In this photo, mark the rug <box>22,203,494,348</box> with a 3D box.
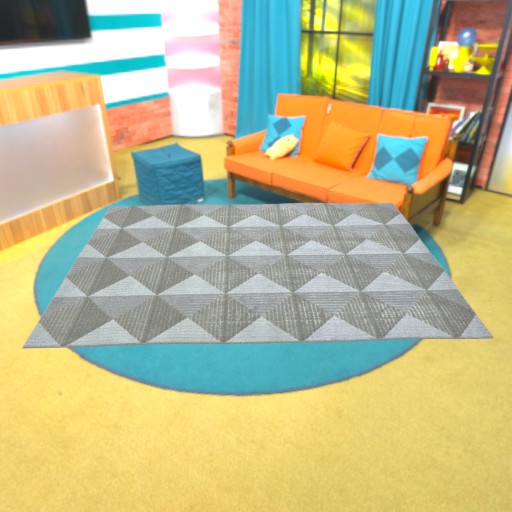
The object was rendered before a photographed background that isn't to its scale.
[{"bbox_3d":[0.000,0.000,4.172,3.333,0.027,2.428,-1,30,-2],"label":"rug"}]
